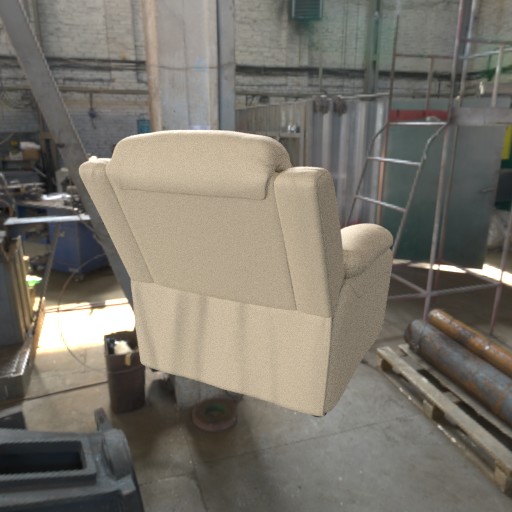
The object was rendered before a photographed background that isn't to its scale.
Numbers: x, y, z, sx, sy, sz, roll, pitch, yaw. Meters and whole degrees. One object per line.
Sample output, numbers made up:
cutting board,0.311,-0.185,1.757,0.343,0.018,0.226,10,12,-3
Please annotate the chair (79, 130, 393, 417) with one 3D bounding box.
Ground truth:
chair,0.000,0.000,1.276,0.680,0.702,0.709,8,18,25
